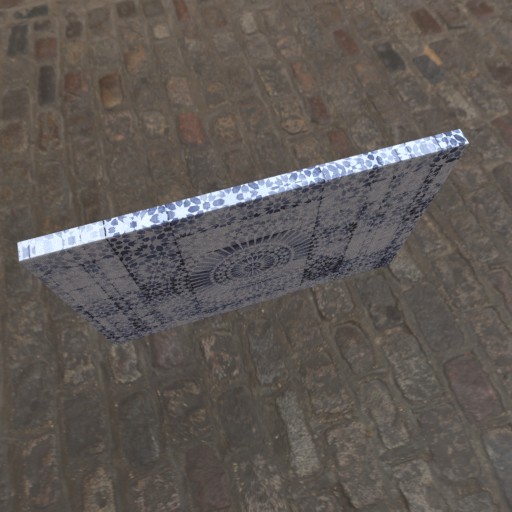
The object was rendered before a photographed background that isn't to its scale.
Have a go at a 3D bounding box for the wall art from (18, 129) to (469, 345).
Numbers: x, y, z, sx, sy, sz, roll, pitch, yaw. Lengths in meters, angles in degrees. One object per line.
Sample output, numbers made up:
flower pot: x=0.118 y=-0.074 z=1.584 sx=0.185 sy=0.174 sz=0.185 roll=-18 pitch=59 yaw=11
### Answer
wall art: x=0.000 y=0.000 z=0.761 sx=0.608 sy=0.406 sz=0.030 roll=-16 pitch=65 yaw=-7
